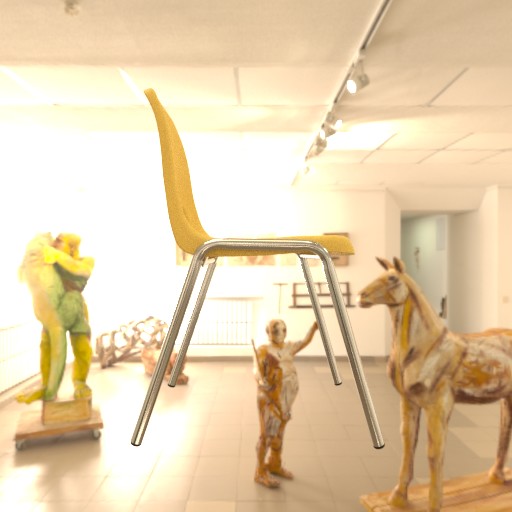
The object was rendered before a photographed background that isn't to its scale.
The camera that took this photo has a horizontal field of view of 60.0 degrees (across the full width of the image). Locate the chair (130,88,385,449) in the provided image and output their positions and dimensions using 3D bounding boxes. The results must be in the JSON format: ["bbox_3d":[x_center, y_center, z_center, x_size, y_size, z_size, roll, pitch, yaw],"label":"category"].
[{"bbox_3d":[0.000,0.000,0.932,0.436,0.653,0.381,0,0,0],"label":"chair"}]
